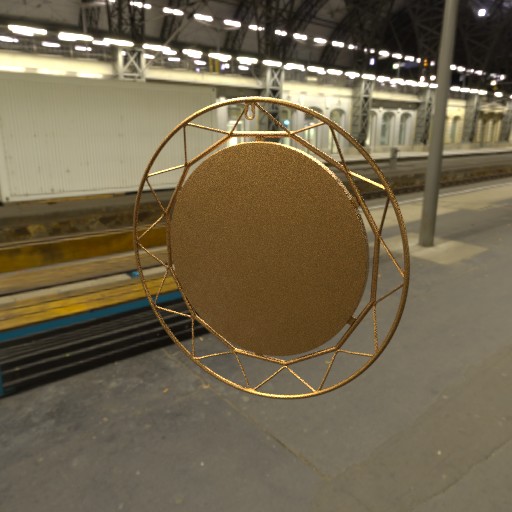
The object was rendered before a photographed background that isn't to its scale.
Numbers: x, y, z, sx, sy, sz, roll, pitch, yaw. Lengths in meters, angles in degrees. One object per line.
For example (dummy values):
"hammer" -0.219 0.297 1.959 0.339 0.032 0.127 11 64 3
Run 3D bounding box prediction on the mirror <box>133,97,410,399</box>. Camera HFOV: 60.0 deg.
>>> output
"mirror" 0.000 0.000 0.674 0.454 0.454 0.043 8 17 27
